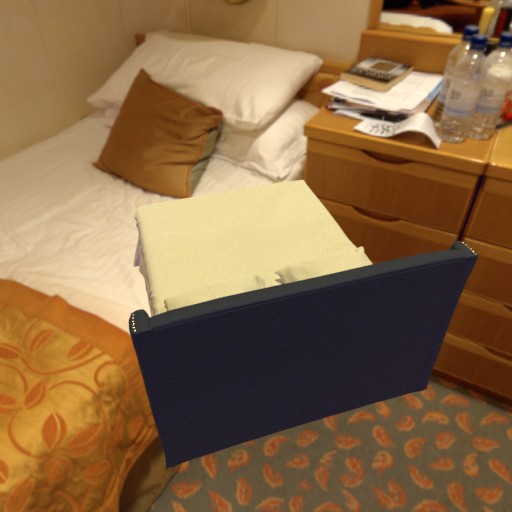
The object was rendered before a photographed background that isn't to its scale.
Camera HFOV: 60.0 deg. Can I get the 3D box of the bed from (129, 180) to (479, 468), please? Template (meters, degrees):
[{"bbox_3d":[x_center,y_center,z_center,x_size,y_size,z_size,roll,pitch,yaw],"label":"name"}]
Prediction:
[{"bbox_3d":[0.000,0.000,3.472,1.925,1.332,2.276,-11,40,-14],"label":"bed"}]
